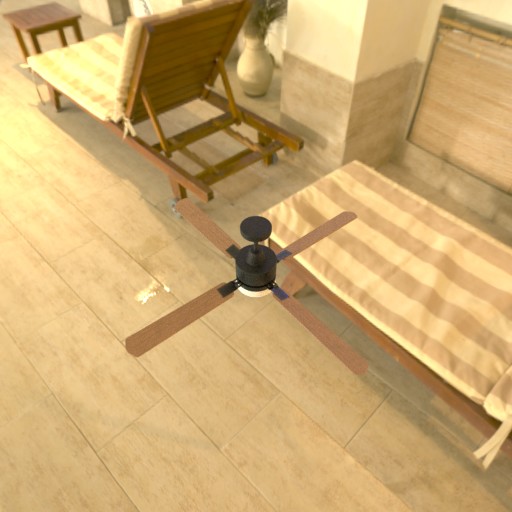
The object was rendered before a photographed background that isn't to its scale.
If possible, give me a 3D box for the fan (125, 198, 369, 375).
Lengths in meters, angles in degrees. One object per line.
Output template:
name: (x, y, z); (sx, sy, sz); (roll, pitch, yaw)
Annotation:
fan: (0.000, 0.000, 1.964); (1.320, 0.355, 1.320); (-31, 54, -26)
